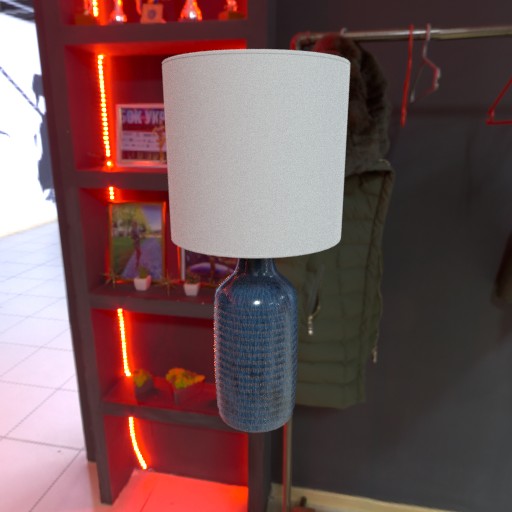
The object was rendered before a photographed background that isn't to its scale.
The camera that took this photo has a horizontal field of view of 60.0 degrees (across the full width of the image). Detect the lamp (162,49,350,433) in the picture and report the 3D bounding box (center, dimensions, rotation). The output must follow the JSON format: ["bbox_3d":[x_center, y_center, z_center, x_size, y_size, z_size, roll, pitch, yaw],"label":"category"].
[{"bbox_3d":[0.000,0.000,0.595,0.220,0.475,0.220,15,22,42],"label":"lamp"}]
